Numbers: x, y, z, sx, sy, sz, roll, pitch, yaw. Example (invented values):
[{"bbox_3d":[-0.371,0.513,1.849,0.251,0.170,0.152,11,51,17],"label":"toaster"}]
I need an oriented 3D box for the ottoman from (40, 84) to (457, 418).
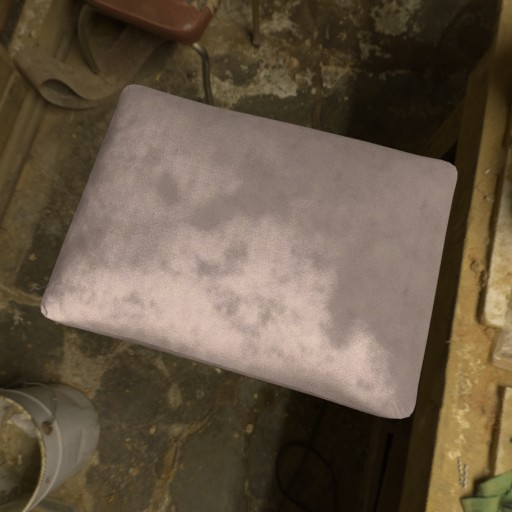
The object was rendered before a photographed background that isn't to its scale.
[{"bbox_3d":[0.000,0.000,1.015,0.719,0.456,0.520,15,77,3],"label":"ottoman"}]
